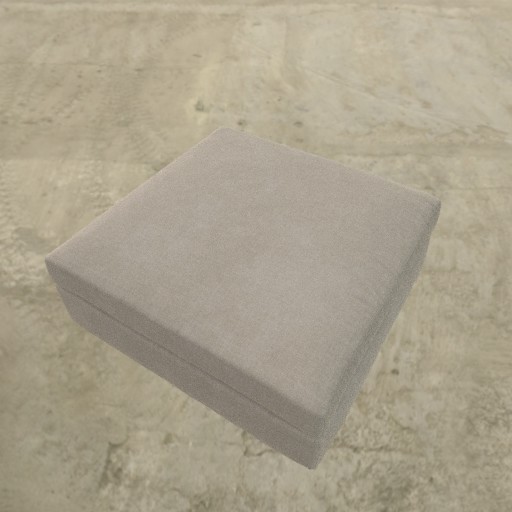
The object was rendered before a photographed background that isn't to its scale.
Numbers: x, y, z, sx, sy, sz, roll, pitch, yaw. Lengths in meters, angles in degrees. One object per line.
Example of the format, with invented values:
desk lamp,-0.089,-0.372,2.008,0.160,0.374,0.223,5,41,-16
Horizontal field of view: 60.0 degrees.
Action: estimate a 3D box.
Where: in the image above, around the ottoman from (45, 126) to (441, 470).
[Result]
ottoman,0.000,0.000,1.852,1.203,0.517,1.171,24,51,22
